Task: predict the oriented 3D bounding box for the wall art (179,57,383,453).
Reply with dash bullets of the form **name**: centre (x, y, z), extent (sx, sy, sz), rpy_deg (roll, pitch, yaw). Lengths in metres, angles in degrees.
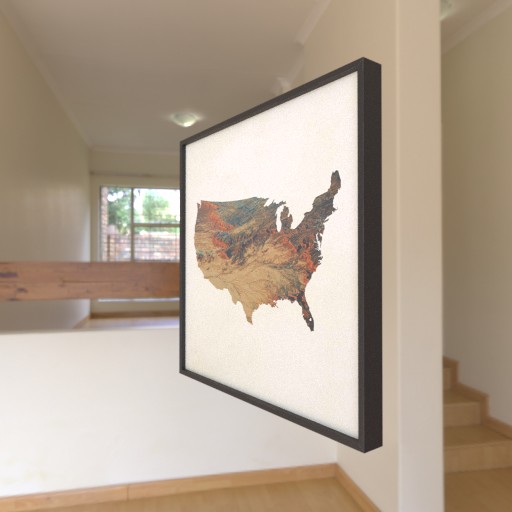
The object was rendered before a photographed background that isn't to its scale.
- **wall art**: centre (0.000, 0.000, 0.779), extent (0.038, 0.507, 0.507), rpy_deg (0, -1, -37)
